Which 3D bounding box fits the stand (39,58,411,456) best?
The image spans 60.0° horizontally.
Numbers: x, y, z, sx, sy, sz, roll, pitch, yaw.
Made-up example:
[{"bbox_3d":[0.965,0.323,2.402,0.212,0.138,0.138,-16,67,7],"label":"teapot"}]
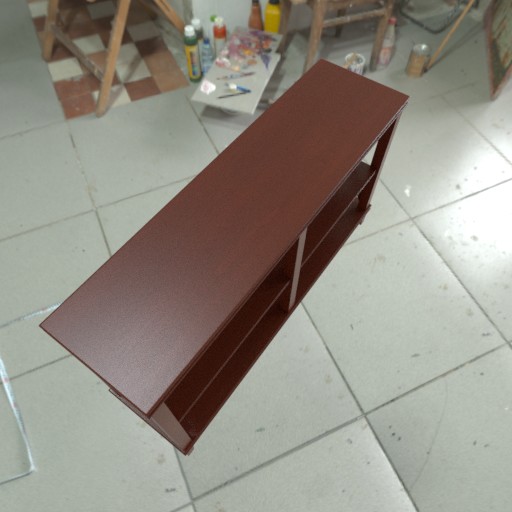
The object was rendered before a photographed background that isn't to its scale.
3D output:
[{"bbox_3d":[0.000,0.000,1.690,0.381,0.762,1.372,32,64,18],"label":"stand"}]
